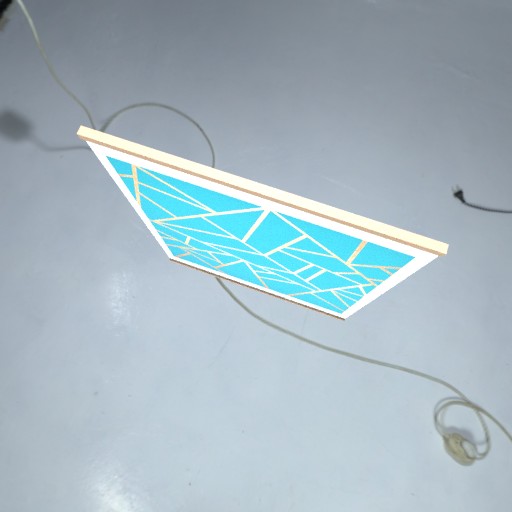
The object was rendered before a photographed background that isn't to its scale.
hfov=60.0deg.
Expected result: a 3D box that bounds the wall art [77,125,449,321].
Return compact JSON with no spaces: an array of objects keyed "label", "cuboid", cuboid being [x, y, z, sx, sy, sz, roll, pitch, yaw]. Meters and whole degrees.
[{"label":"wall art","cuboid":[0.000,0.000,0.814,0.459,0.608,0.012,19,75,5]}]
